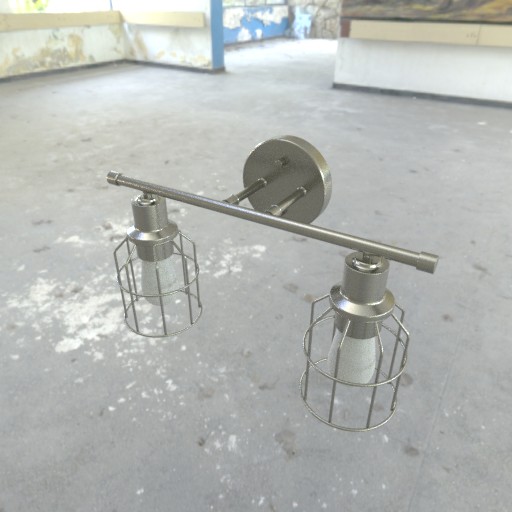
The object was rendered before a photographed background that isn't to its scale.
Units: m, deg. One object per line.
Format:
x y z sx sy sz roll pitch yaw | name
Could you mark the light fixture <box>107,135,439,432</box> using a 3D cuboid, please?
0.000 0.000 0.537 0.406 0.254 0.165 18 35 27 | light fixture
